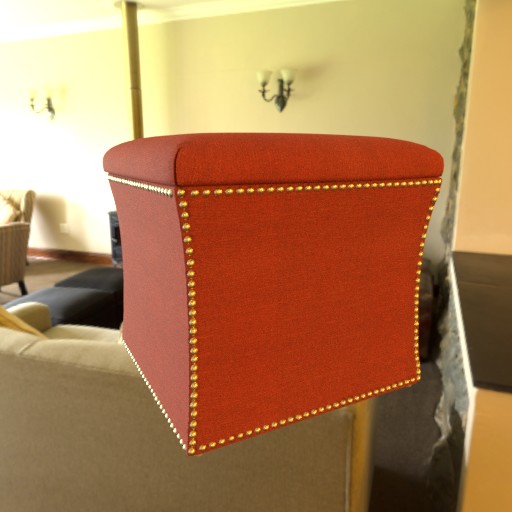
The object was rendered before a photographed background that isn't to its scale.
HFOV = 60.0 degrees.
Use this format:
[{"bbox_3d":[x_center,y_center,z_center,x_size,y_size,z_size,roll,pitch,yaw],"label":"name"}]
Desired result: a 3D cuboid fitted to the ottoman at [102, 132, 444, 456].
[{"bbox_3d":[0.000,0.000,0.897,0.507,0.475,0.497,-7,15,-27],"label":"ottoman"}]
